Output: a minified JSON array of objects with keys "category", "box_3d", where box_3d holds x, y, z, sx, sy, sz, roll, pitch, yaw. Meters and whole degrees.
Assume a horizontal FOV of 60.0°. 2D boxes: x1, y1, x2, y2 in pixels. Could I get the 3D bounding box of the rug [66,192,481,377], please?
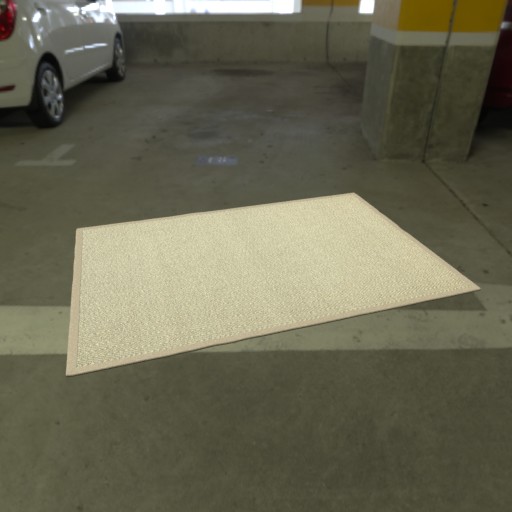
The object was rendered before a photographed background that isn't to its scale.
[{"category":"rug","box_3d":[0.000,0.000,2.931,2.290,0.021,1.540,-9,32,-15]}]
